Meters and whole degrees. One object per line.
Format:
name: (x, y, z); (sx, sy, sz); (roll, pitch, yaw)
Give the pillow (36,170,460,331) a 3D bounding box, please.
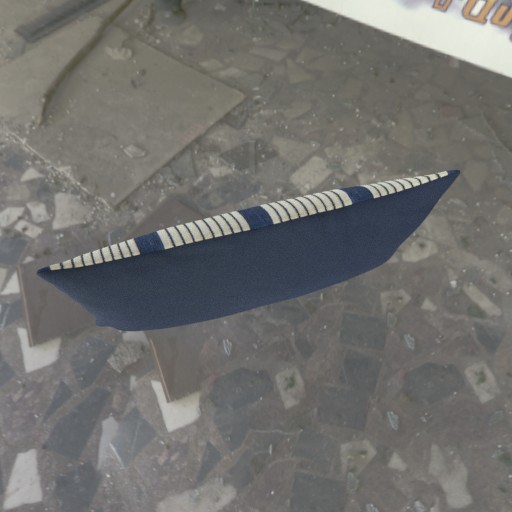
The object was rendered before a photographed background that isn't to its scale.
pillow: (0.000, 0.000, 0.744); (0.608, 0.292, 0.156); (-14, 59, -9)
